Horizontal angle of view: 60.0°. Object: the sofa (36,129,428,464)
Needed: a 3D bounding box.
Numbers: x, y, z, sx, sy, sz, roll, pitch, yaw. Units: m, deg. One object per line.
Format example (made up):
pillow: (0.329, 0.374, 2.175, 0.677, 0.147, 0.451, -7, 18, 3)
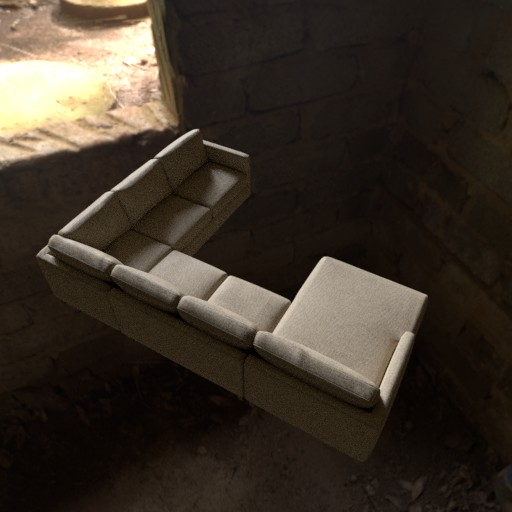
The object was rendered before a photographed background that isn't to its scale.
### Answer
sofa: (0.000, 0.000, 4.597, 3.460, 0.959, 2.593, 22, 49, 20)
